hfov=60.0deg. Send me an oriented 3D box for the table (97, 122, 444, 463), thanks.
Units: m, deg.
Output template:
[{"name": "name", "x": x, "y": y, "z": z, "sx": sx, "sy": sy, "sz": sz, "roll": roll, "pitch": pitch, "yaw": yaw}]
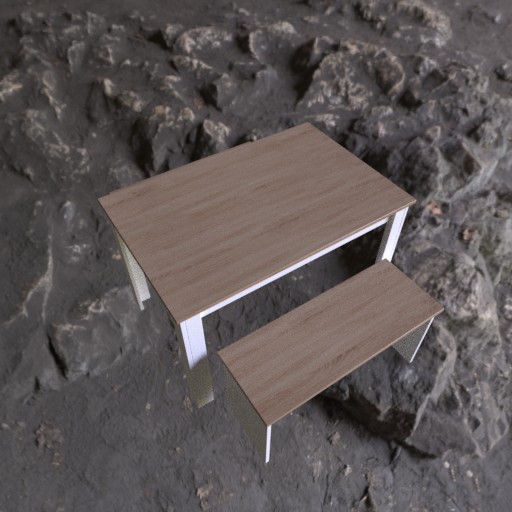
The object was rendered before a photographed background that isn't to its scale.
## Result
[{"name": "table", "x": 0.000, "y": 0.000, "z": 2.090, "sx": 1.100, "sy": 0.700, "sz": 1.443, "roll": -26, "pitch": 52, "yaw": -22}]
